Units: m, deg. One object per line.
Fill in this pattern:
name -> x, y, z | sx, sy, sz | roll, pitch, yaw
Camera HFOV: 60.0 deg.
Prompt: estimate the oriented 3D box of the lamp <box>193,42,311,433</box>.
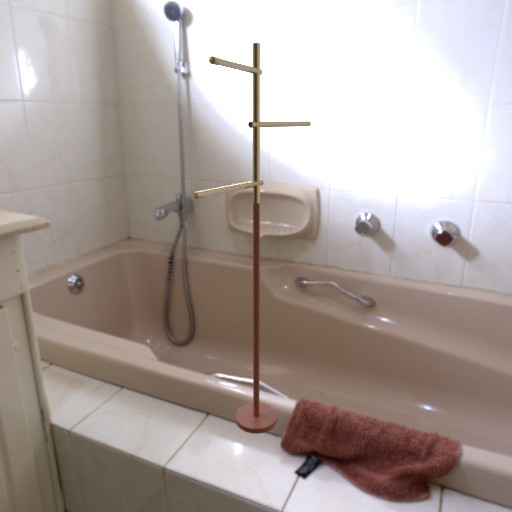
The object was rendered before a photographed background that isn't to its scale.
lamp -> 0.000, 0.000, 1.947 | 0.209, 1.704, 0.737 | 9, 19, 26
